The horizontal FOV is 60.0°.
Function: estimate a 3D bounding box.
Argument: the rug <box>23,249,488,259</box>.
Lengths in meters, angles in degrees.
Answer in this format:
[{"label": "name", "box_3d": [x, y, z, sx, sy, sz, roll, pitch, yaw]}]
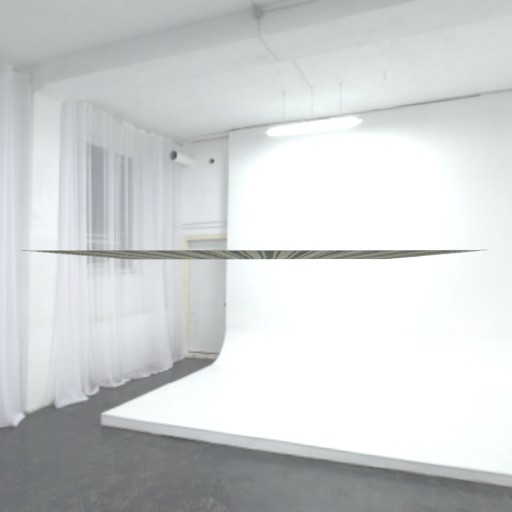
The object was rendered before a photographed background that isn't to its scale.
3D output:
[{"label": "rug", "box_3d": [0.000, 0.000, 4.209, 3.201, 0.005, 2.439, 0, -2, 1]}]
